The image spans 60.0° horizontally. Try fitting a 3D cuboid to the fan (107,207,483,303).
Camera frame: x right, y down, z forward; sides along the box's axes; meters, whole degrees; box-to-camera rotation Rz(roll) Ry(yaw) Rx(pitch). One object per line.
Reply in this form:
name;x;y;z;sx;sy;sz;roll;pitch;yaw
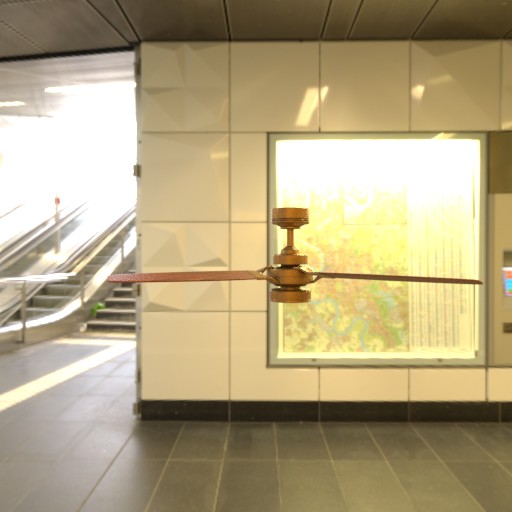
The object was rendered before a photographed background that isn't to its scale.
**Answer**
fan;0.000;0.000;1.997;1.271;0.425;1.416;0;1;-19
